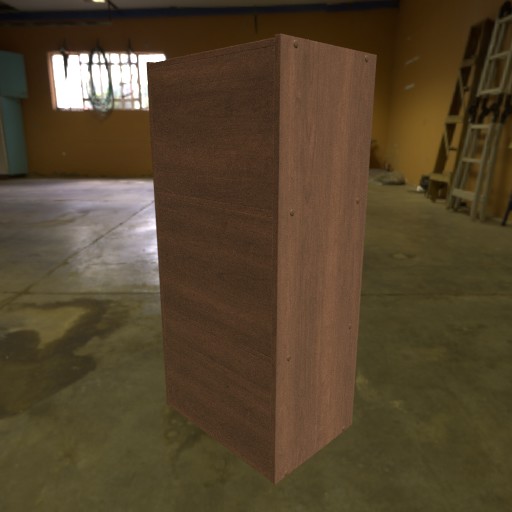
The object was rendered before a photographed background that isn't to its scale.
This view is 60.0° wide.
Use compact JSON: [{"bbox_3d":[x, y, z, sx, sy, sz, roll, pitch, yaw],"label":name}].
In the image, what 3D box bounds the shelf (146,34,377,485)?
[{"bbox_3d":[0.000,0.000,1.069,0.290,0.879,0.414,-15,21,-42],"label":"shelf"}]
